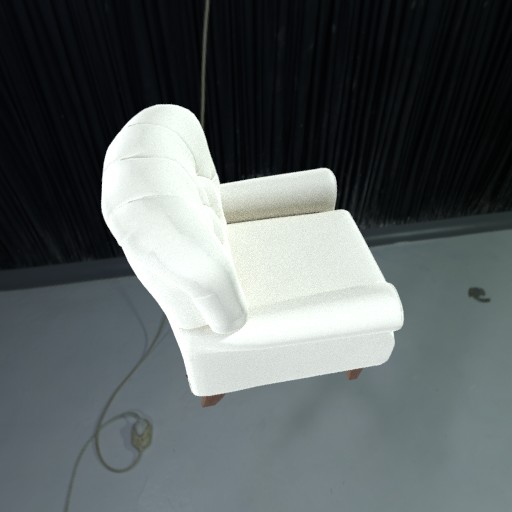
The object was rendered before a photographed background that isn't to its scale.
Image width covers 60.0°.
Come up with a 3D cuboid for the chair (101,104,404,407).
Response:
[{"bbox_3d":[0.000,0.000,2.020,1.132,1.169,1.035,-8,47,-8],"label":"chair"}]
